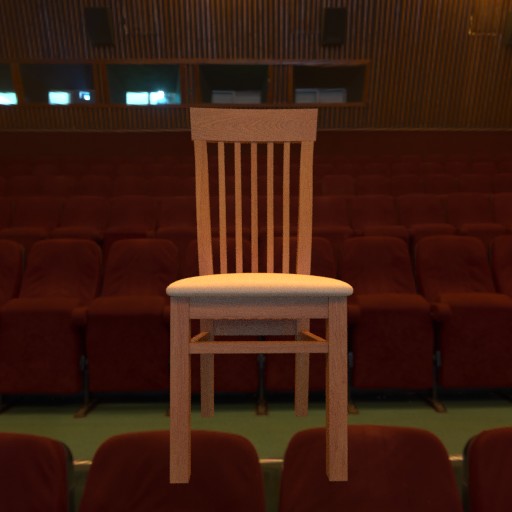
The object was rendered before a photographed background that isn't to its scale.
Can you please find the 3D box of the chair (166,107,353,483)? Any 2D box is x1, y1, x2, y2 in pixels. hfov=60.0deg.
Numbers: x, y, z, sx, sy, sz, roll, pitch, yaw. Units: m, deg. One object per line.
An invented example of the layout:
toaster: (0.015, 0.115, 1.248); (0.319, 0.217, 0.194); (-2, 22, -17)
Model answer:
chair: (0.000, 0.000, 1.299); (0.450, 1.050, 0.580); (0, -1, -2)
